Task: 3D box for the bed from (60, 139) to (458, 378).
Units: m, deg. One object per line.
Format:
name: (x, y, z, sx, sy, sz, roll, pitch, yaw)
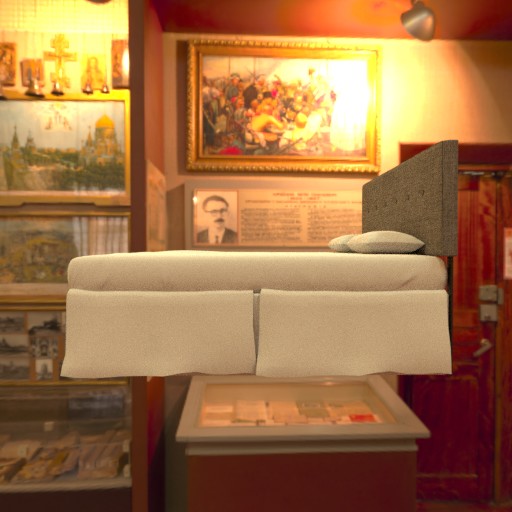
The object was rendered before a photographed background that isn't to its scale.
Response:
bed: (0.000, 0.000, 2.949, 1.958, 1.168, 1.621, 0, 1, -1)
